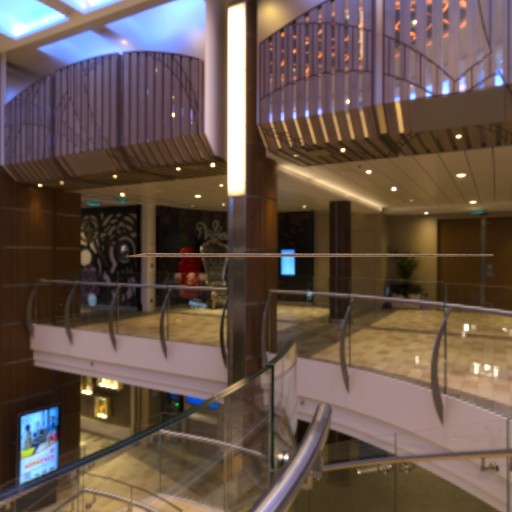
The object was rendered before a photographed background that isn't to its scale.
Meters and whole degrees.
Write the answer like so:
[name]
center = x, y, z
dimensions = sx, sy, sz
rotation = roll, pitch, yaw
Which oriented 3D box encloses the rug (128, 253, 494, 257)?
[rug]
center = 0.000, 0.000, 2.286
dimensions = 1.221, 0.006, 1.827
rotation = 0, 0, -18
